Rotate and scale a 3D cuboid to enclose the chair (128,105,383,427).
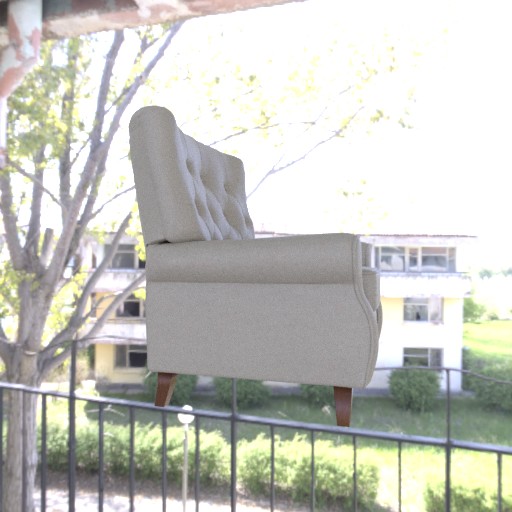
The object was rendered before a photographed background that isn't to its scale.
[{"bbox_3d":[0.000,0.000,1.945,1.059,1.158,0.943,0,-1,17],"label":"chair"}]
